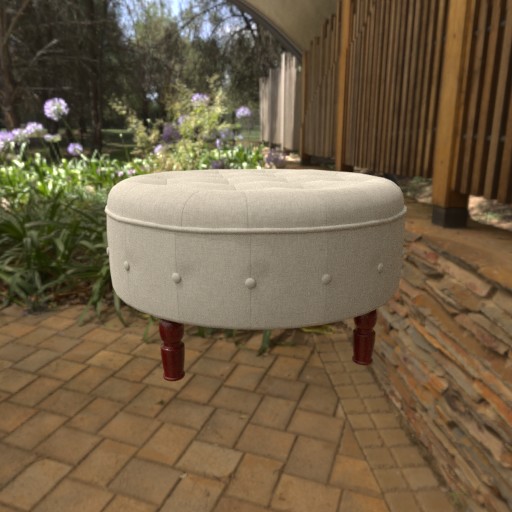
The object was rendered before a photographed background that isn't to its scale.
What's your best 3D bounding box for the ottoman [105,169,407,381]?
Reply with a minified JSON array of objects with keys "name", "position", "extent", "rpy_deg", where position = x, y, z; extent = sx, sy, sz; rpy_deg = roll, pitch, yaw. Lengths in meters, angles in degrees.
[{"name":"ottoman","position":[0.000,0.000,1.352],"extent":[0.850,0.483,0.850],"rpy_deg":[0,15,0]}]
